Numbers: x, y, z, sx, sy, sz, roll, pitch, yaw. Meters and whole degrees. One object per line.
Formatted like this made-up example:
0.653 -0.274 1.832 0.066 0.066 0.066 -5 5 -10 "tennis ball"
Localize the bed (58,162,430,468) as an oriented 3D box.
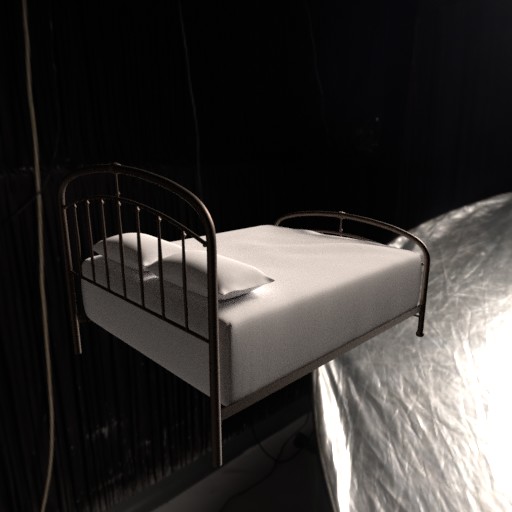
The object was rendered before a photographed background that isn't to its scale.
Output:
0.000 0.000 3.284 2.180 1.425 1.711 -14 20 -42 "bed"
